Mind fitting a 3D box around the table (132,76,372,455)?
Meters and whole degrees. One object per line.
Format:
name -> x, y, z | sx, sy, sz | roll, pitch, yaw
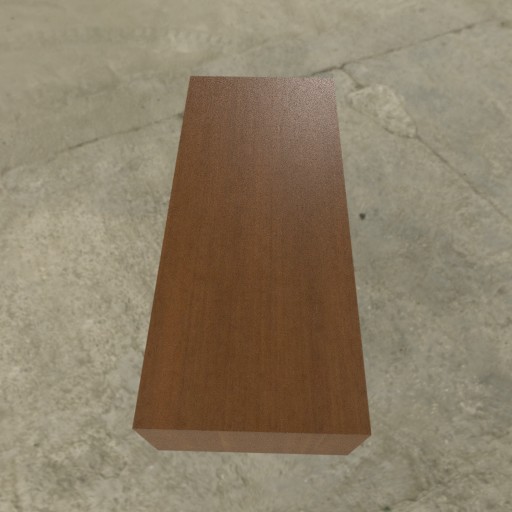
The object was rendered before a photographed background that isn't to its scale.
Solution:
table -> 0.000, 0.000, 1.380 | 0.490, 0.464, 1.119 | 1, 58, 1
